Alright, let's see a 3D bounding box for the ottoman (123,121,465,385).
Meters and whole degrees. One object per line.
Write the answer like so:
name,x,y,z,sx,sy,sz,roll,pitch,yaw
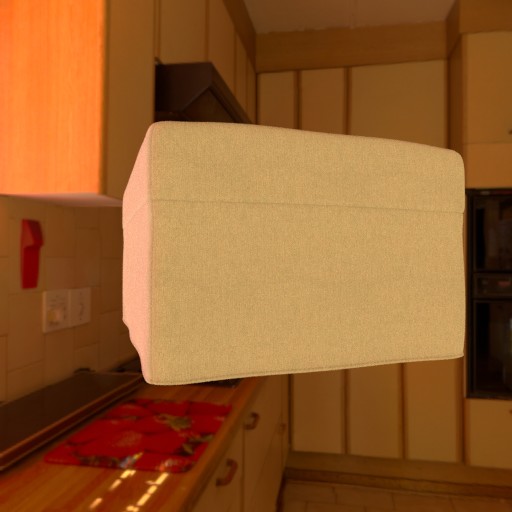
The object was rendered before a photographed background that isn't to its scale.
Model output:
ottoman,0.000,0.000,1.185,0.648,0.461,0.833,0,0,-19
